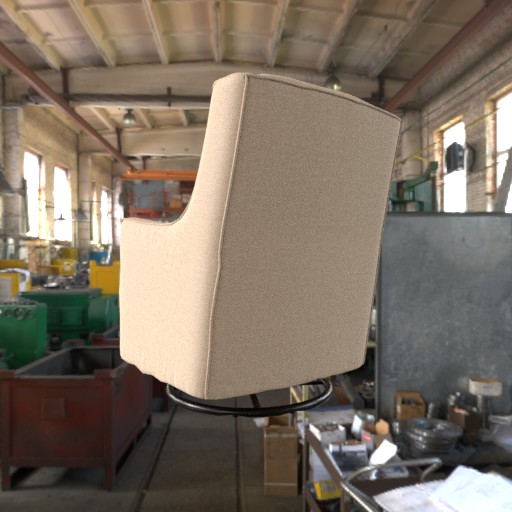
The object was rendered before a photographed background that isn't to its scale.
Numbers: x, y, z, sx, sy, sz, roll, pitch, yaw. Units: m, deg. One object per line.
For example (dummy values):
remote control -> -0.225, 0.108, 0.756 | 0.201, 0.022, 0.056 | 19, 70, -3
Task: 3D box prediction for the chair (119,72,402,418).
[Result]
chair -> 0.000, 0.000, 1.622 | 0.732, 0.993, 0.879 | 0, 0, -37
